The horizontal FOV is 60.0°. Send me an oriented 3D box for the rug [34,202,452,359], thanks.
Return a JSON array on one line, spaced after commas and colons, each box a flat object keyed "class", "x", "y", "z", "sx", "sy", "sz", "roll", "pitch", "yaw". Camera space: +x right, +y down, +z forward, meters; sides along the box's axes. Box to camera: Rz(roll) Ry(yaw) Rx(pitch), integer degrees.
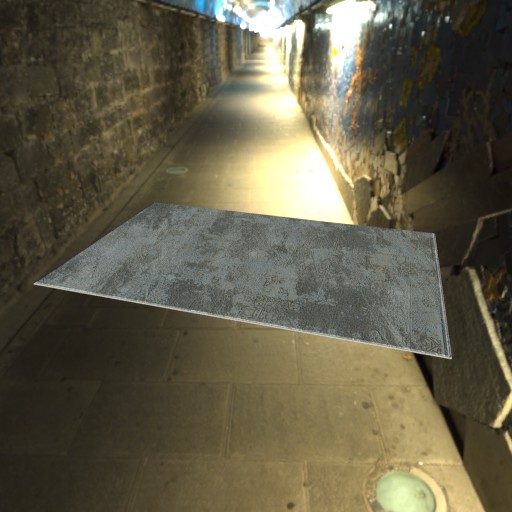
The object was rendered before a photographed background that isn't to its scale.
[{"class": "rug", "x": 0.000, "y": 0.000, "z": 3.099, "sx": 2.431, "sy": 0.012, "sz": 1.536, "roll": 8, "pitch": 28, "yaw": 15}]
